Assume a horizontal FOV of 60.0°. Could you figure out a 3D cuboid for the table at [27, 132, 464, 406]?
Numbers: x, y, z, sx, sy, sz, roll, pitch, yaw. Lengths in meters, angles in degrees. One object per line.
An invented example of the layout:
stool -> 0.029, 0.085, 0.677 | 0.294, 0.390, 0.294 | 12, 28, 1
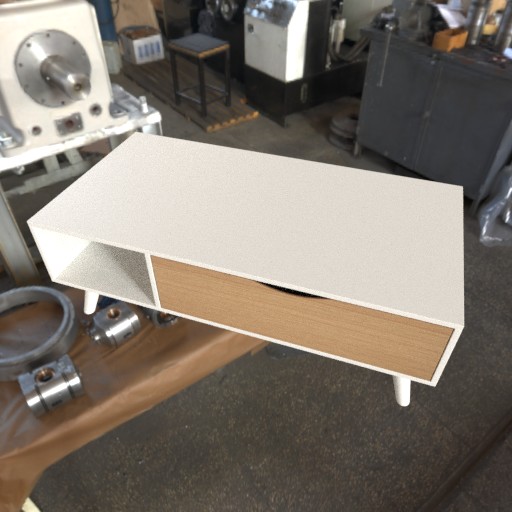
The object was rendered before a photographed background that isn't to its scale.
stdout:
table -> 0.000, 0.000, 1.494 | 1.194, 0.432, 0.609 | 13, 43, 14
